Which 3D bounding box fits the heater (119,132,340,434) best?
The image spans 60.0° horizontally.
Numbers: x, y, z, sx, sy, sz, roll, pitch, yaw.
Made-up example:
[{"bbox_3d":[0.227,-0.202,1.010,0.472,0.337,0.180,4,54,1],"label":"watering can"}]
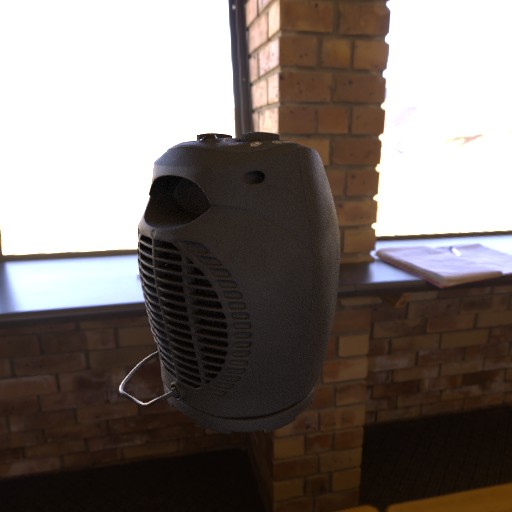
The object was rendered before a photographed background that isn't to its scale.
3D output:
[{"bbox_3d":[0.000,0.000,0.477,0.291,0.255,0.239,-14,20,-43],"label":"heater"}]
